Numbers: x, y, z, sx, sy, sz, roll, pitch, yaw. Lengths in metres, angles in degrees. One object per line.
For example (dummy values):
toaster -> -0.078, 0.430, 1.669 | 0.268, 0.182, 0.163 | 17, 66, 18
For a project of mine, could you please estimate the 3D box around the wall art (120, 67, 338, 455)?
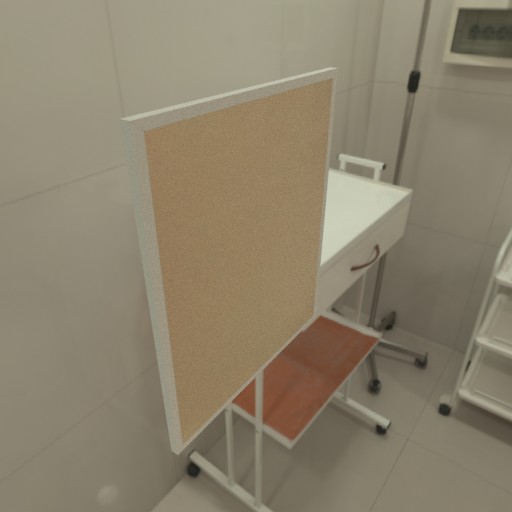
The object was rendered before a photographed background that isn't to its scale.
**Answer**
wall art -> 0.000, 0.000, 0.631 | 0.013, 0.456, 0.382 | 21, 37, 31
